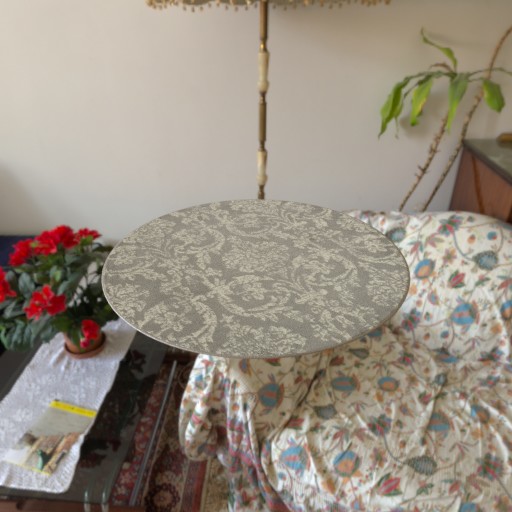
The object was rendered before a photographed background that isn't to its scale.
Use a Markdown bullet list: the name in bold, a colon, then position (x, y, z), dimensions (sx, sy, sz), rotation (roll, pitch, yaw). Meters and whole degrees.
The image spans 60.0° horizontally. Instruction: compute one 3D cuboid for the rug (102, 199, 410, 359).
- **rug**: position (0.000, 0.000, 2.390), dimensions (1.593, 0.012, 1.593), rotation (0, 30, 0)
